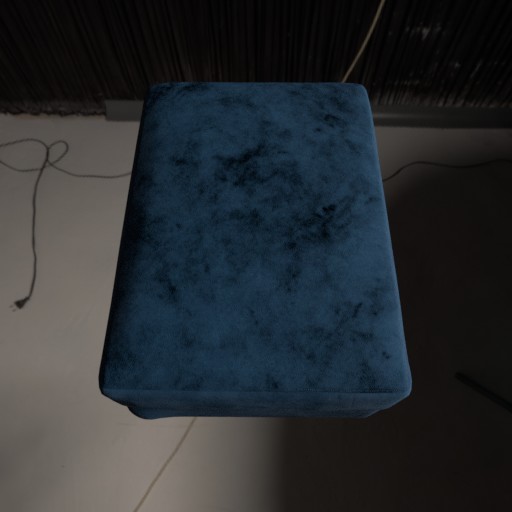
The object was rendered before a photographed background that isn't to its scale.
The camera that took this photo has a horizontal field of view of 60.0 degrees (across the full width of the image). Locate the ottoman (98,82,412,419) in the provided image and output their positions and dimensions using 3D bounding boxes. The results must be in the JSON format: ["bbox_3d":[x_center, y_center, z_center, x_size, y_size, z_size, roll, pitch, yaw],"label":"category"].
[{"bbox_3d":[0.000,0.000,1.113,0.572,0.503,0.773,0,63,0],"label":"ottoman"}]
